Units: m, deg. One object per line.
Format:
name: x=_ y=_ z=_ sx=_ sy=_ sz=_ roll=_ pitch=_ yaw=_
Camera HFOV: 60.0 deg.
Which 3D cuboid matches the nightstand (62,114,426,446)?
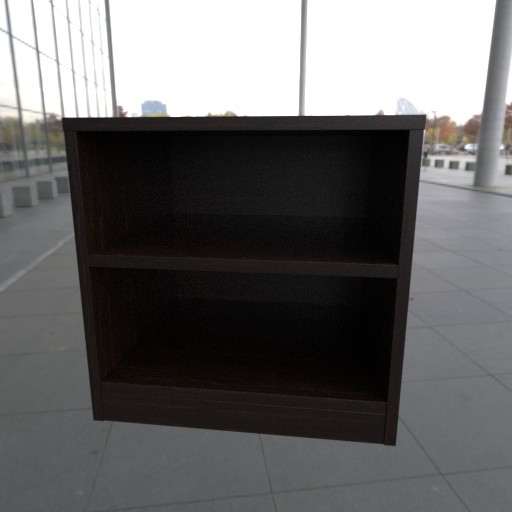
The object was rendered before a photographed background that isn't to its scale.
nightstand: x=0.000 y=0.000 z=0.849 sx=0.489 sy=0.487 sz=0.427 roll=2 pitch=14 yaw=7
